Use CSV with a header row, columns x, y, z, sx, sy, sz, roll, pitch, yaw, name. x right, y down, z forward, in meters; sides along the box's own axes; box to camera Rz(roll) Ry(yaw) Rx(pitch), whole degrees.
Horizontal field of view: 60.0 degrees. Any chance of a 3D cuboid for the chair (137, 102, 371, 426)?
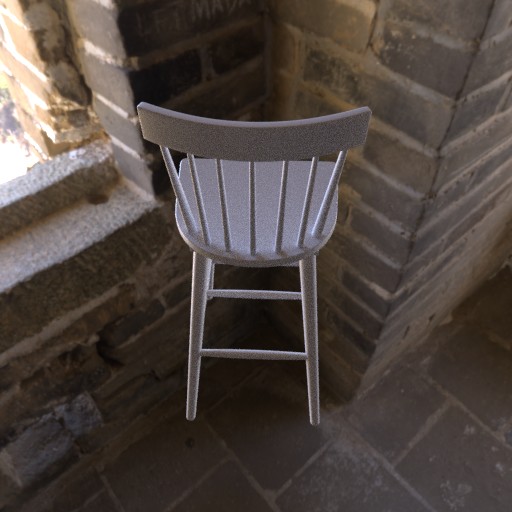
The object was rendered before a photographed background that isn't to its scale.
x,y,z,sx,sy,sz,roll,pitch,yaw,name
0.000,0.000,1.364,0.483,1.092,0.572,2,45,2,chair
